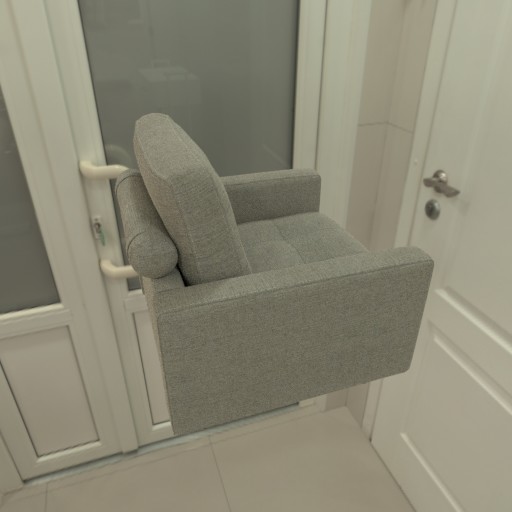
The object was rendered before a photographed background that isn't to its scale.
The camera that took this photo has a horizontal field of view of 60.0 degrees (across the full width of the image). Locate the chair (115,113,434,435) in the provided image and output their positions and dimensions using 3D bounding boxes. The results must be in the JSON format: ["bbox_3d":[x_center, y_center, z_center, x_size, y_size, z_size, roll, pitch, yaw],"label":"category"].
[{"bbox_3d":[0.000,0.000,1.521,0.843,0.880,0.821,-10,32,-16],"label":"chair"}]
